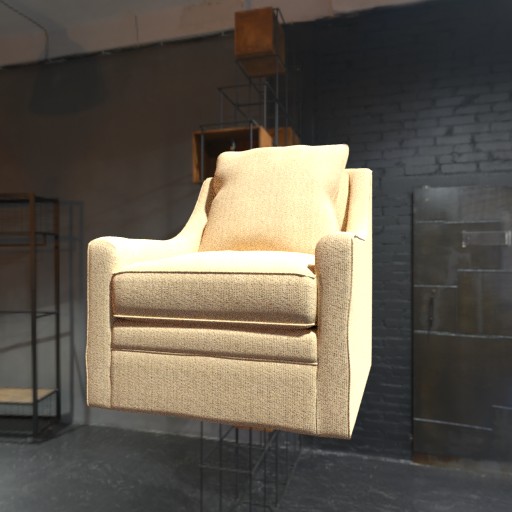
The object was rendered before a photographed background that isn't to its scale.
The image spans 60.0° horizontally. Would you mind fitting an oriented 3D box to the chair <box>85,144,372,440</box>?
[{"bbox_3d":[0.000,0.000,1.564,0.760,0.927,0.876,0,0,18],"label":"chair"}]
